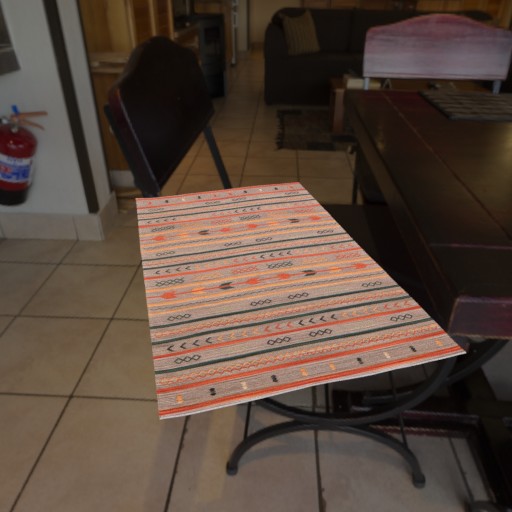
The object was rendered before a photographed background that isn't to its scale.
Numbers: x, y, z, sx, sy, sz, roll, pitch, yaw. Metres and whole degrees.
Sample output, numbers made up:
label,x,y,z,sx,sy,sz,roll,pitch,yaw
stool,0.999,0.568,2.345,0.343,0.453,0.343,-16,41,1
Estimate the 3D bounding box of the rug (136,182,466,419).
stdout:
label,x,y,z,sx,sy,sz,roll,pitch,yaw
rug,0.000,0.000,3.077,1.537,0.029,2.439,-8,32,-13
